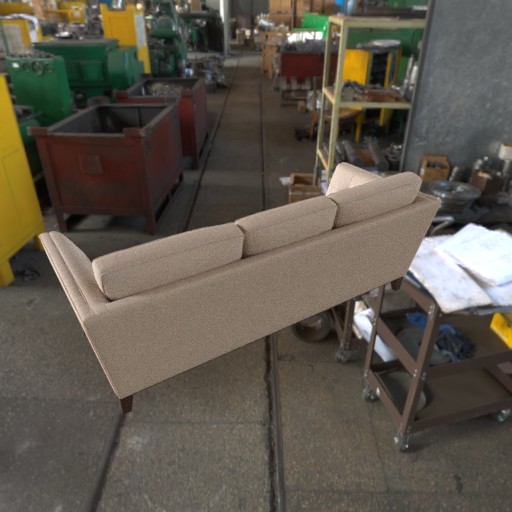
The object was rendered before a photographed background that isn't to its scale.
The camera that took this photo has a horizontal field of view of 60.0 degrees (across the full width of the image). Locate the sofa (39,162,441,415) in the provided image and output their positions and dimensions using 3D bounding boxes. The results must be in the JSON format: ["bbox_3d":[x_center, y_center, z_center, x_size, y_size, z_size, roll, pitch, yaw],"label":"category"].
[{"bbox_3d":[0.000,0.000,2.928,2.388,0.940,0.965,-18,35,-28],"label":"sofa"}]
